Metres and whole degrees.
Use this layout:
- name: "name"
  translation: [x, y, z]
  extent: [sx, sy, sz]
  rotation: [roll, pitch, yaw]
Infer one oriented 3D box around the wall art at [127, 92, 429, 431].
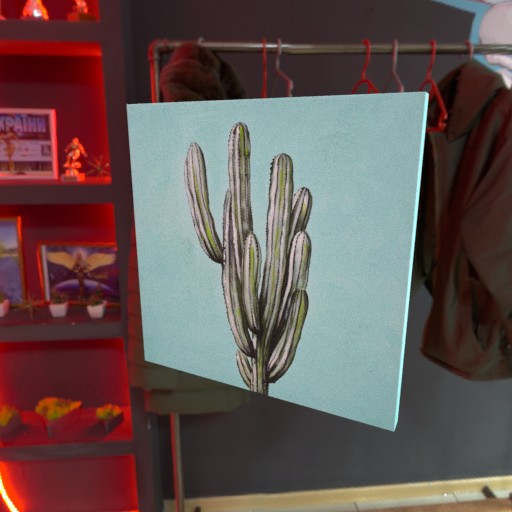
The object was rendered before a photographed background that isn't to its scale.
- name: "wall art"
  translation: [0.000, 0.000, 0.904]
  extent: [0.603, 0.603, 0.036]
  rotation: [8, 17, 26]
